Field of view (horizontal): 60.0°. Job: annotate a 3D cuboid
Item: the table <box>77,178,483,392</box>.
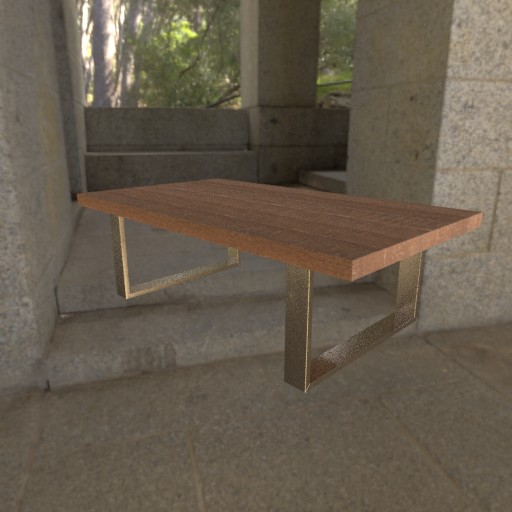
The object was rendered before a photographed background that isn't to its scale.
[{"bbox_3d":[0.000,0.000,1.783,1.400,0.440,0.800,16,23,43],"label":"table"}]
